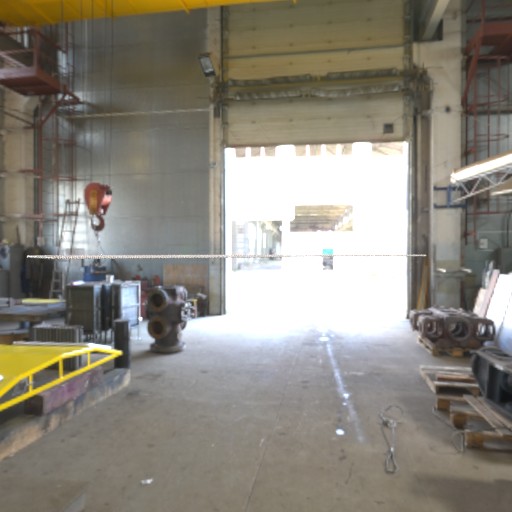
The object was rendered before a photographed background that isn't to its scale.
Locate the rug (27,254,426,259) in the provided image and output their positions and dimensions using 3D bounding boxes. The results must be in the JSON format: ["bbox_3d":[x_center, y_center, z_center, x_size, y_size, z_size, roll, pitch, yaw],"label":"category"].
[{"bbox_3d":[0.000,0.000,2.046,1.824,0.009,0.562,0,1,-35],"label":"rug"}]
